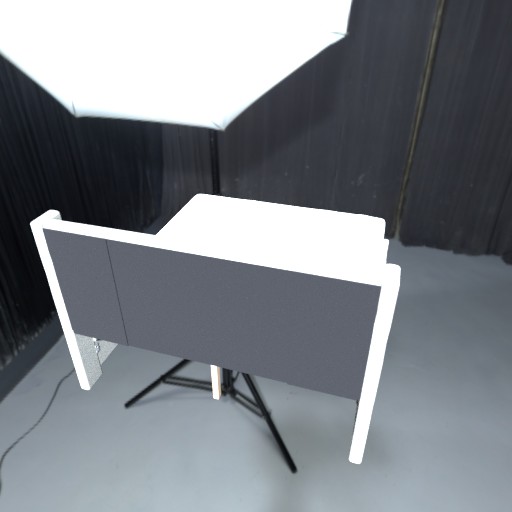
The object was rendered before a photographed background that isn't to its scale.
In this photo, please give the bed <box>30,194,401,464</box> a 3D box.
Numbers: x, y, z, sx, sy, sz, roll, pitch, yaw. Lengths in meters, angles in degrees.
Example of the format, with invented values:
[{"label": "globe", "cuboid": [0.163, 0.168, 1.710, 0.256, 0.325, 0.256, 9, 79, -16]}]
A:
[{"label": "bed", "cuboid": [0.000, 0.000, 3.688, 2.140, 1.470, 2.280, 9, 34, 14]}]
